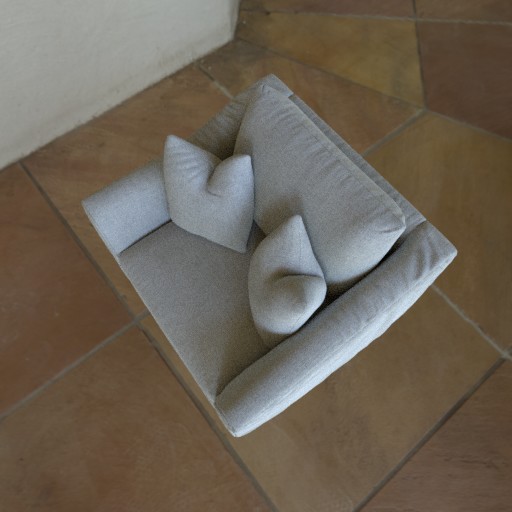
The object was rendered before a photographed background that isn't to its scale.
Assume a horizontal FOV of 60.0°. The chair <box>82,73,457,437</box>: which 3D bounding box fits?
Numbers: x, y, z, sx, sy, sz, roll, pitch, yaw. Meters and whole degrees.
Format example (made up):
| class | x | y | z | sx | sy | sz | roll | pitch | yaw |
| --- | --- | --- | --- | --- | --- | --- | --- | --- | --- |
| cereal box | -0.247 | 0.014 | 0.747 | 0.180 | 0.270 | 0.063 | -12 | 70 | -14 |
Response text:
| class | x | y | z | sx | sy | sz | roll | pitch | yaw |
| --- | --- | --- | --- | --- | --- | --- | --- | --- | --- |
| chair | 0.000 | 0.000 | 2.052 | 1.071 | 1.059 | 1.194 | -33 | 68 | -15 |
